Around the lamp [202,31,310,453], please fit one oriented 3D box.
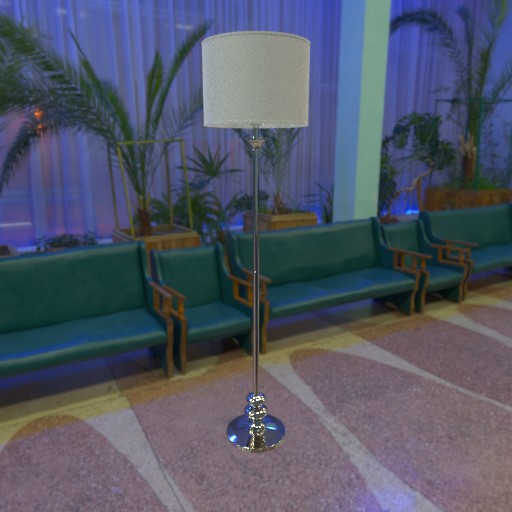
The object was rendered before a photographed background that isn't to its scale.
[{"bbox_3d":[0.000,0.000,1.632,0.356,1.487,0.356,-7,15,-27],"label":"lamp"}]
